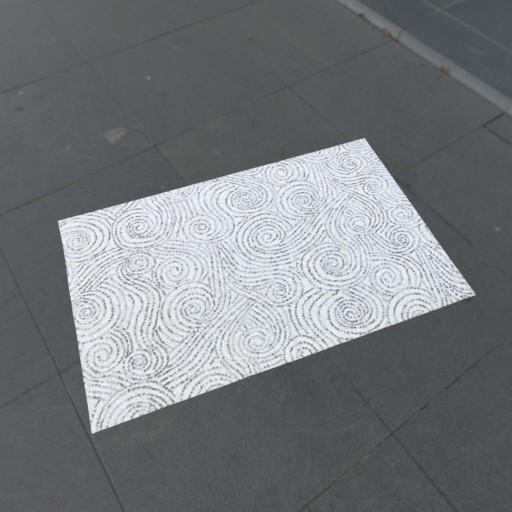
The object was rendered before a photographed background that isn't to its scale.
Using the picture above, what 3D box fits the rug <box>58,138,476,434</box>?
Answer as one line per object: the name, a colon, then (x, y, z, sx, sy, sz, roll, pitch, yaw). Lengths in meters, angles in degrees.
rug: (0.000, 0.000, 2.987, 2.439, 0.005, 1.524, -17, 59, -11)
